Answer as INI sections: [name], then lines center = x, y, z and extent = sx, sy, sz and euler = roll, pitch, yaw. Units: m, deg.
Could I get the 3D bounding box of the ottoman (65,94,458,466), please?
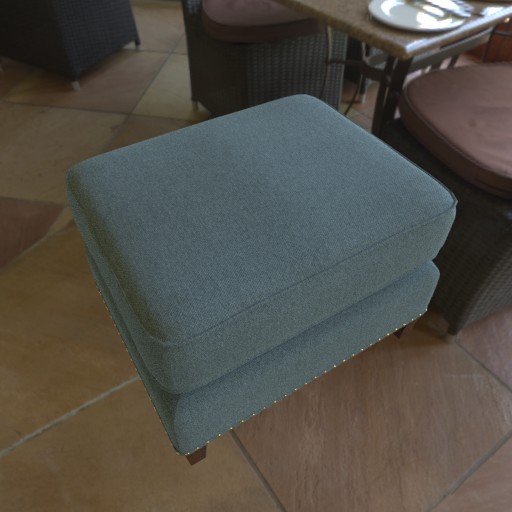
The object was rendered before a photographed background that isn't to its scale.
[ottoman]
center = 0.000, 0.000, 1.113
extent = 0.738, 0.537, 0.589
euler = -24, 52, -21
